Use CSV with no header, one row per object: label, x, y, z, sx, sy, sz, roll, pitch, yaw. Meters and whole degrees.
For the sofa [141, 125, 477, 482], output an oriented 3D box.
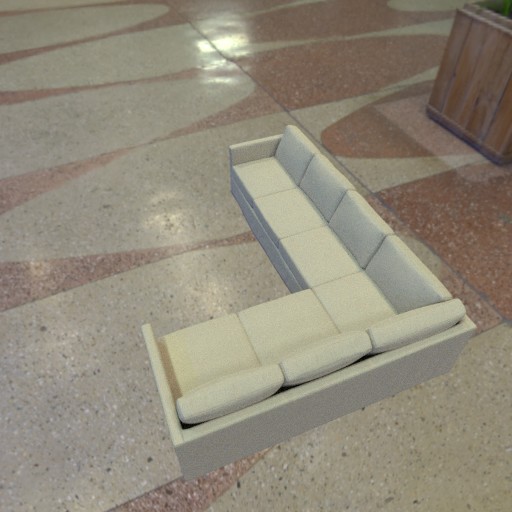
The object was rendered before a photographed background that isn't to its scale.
sofa,0.000,0.000,4.295,2.432,0.871,3.182,-16,48,-15
